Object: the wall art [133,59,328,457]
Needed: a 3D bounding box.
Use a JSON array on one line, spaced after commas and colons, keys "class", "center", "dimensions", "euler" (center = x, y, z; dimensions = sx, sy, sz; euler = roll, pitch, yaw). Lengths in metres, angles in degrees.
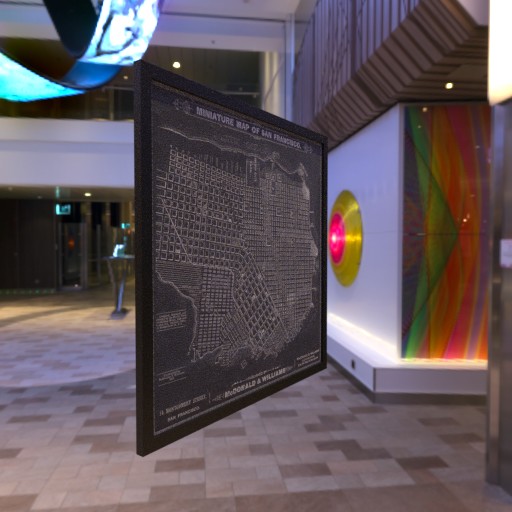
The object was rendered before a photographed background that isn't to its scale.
[{"class": "wall art", "center": [0.000, 0.000, 1.228], "dimensions": [0.022, 0.807, 0.807], "euler": [1, 2, 37]}]
